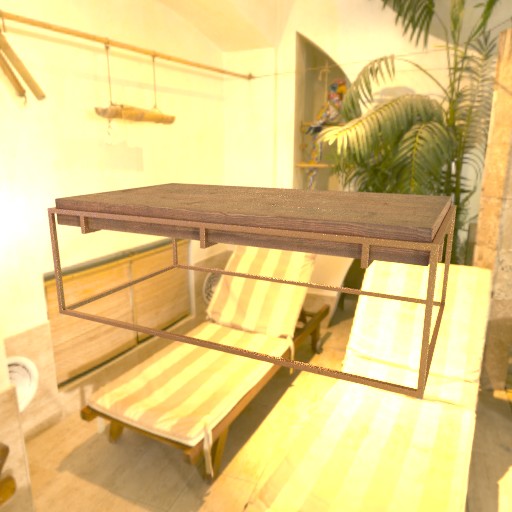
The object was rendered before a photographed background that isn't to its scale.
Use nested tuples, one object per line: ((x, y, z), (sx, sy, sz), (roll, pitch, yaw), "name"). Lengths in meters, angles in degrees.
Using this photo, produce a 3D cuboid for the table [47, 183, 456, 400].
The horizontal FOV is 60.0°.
((0.000, 0.000, 1.767), (1.387, 0.468, 0.775), (7, 16, 26), "table")
